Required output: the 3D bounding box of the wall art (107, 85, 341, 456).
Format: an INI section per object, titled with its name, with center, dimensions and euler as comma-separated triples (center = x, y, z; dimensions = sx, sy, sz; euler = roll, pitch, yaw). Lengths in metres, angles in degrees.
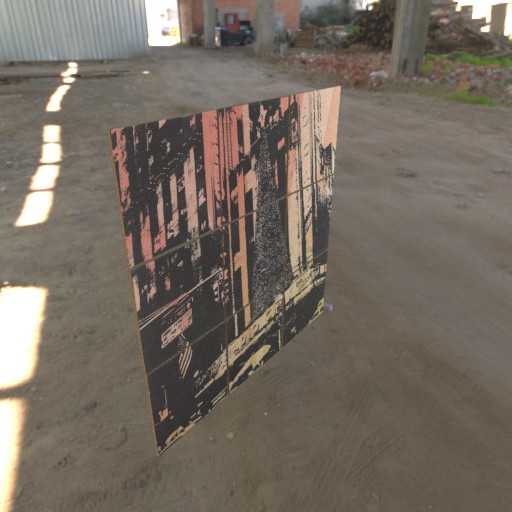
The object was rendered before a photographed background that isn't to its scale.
[wall art]
center = 0.000, 0.000, 1.381
dimensions = 0.010, 0.917, 0.919
euler = 20, 33, 33
